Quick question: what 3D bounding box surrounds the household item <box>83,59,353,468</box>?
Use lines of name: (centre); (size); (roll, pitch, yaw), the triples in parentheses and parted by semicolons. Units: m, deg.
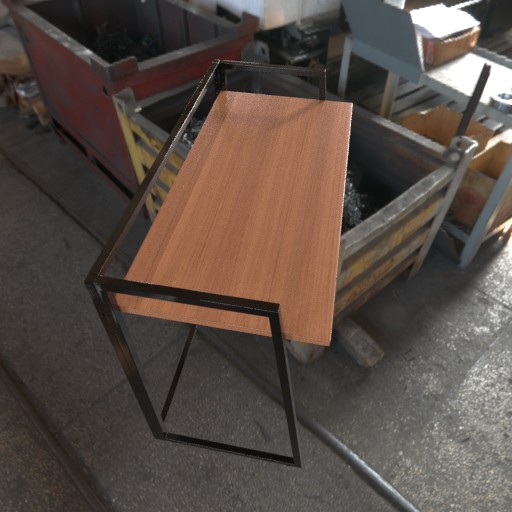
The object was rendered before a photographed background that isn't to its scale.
household item: (0.000, 0.000, 1.526); (0.510, 0.860, 1.050); (8, 48, 7)
